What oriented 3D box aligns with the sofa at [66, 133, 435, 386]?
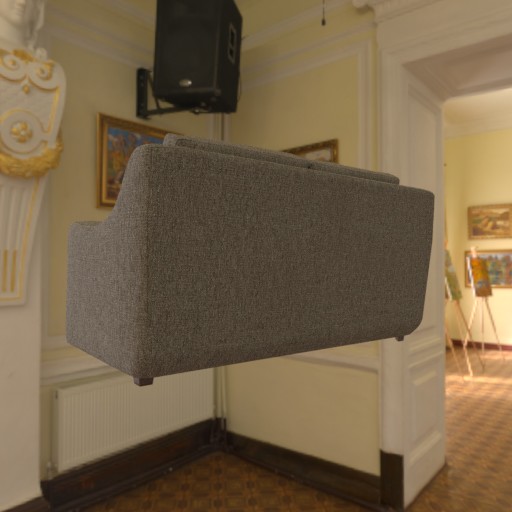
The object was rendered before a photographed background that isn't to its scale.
[{"bbox_3d":[0.000,0.000,2.421,1.778,0.991,1.120,1,-1,-37],"label":"sofa"}]
